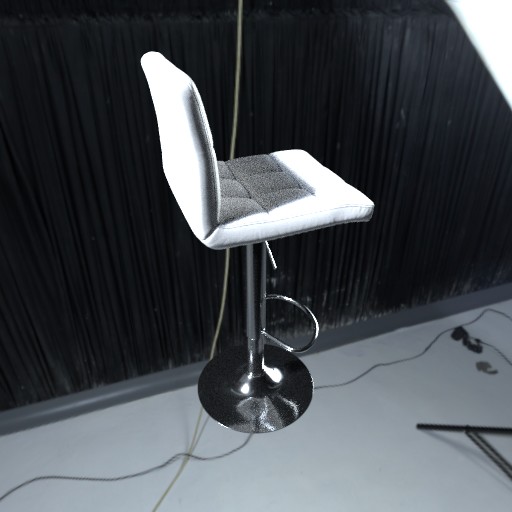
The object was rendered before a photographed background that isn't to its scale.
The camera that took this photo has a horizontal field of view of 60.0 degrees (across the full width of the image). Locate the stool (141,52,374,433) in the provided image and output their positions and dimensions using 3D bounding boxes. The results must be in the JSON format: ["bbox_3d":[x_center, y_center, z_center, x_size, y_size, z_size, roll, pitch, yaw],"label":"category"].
[{"bbox_3d":[0.000,0.000,1.342,0.505,1.115,0.430,-11,33,-17],"label":"stool"}]
